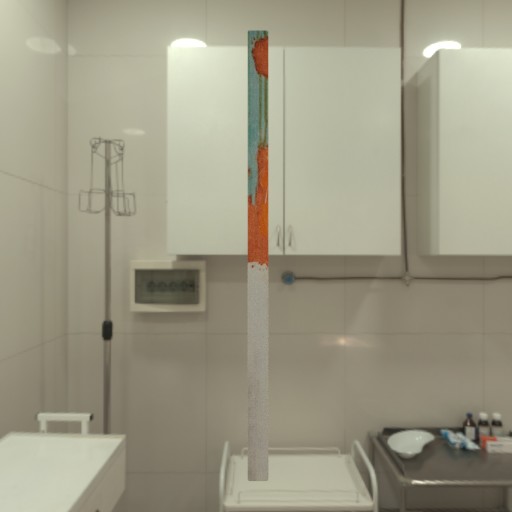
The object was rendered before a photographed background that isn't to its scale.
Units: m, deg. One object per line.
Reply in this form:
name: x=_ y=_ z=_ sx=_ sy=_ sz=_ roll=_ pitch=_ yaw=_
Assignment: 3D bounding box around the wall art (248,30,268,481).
wall art: x=0.000 y=0.000 z=1.205 sx=0.037 sy=0.814 sz=0.814 roll=0 pitch=0 yaw=-1
